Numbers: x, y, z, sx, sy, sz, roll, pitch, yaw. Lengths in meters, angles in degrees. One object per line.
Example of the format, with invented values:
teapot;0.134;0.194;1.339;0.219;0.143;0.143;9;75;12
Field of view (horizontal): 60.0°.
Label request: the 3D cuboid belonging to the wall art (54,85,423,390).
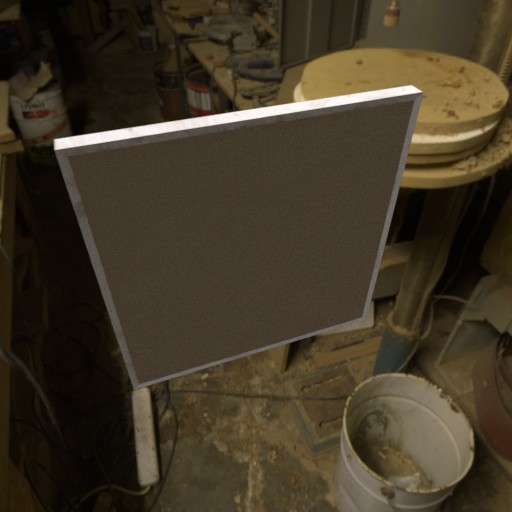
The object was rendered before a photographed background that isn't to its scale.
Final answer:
wall art;0.000;0.000;0.756;0.508;0.506;0.029;-14;43;-15
